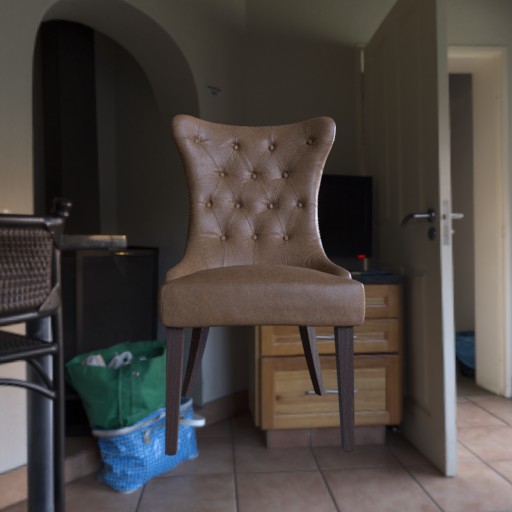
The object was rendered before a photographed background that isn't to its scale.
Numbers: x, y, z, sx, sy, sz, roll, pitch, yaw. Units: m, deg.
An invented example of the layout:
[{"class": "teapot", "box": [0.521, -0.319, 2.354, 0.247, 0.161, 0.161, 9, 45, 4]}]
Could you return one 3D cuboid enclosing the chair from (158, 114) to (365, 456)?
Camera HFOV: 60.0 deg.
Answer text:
[{"class": "chair", "box": [0.000, 0.000, 1.478, 0.611, 1.065, 0.669, 0, 0, -3]}]
